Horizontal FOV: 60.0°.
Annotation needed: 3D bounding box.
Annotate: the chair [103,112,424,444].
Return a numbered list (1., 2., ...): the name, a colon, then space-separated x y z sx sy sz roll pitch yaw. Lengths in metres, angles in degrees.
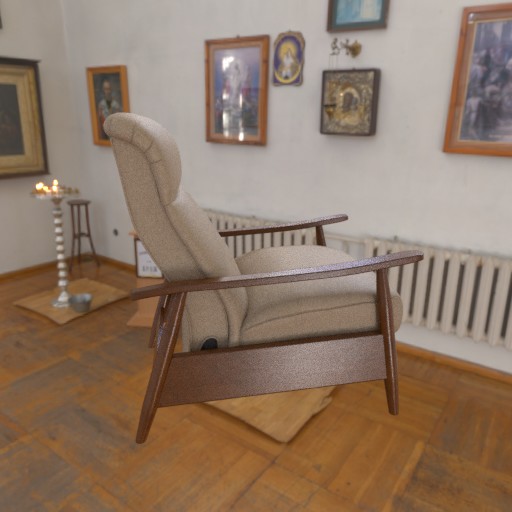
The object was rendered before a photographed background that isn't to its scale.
1. chair: 0.000 0.000 1.789 1.030 1.082 0.762 -3 16 -9
